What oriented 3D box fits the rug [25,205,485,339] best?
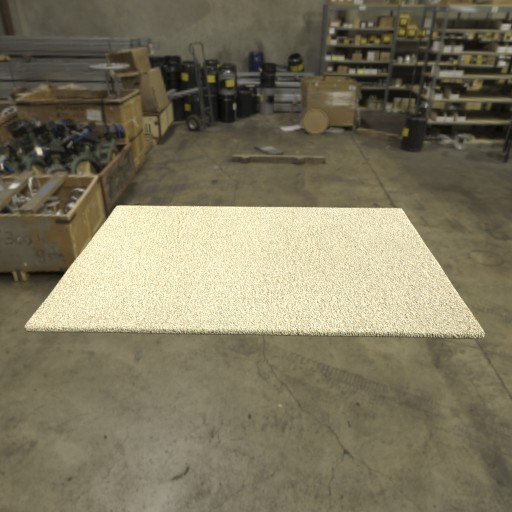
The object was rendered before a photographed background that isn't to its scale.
[{"bbox_3d":[0.000,0.000,2.234,1.778,0.030,1.219,1,29,1],"label":"rug"}]
